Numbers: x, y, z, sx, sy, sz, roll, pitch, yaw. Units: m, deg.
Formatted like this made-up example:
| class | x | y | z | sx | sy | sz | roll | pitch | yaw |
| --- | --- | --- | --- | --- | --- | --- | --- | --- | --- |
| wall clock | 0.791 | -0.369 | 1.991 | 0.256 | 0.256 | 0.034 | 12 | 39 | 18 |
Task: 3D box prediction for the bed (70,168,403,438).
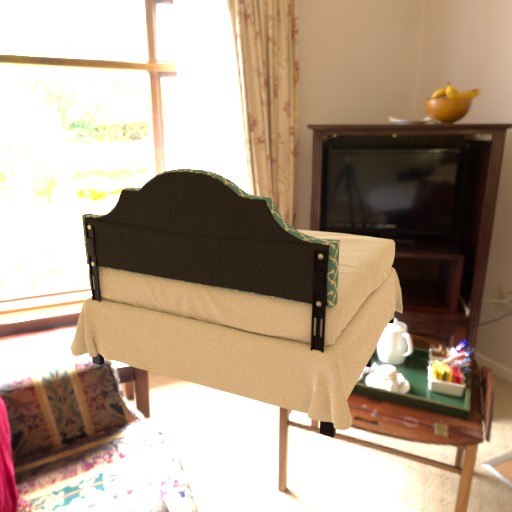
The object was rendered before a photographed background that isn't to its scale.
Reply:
| class | x | y | z | sx | sy | sz | roll | pitch | yaw |
| --- | --- | --- | --- | --- | --- | --- | --- | --- | --- |
| bed | 0.000 | 0.000 | 3.820 | 2.314 | 1.601 | 2.222 | 8 | 17 | 26 |
